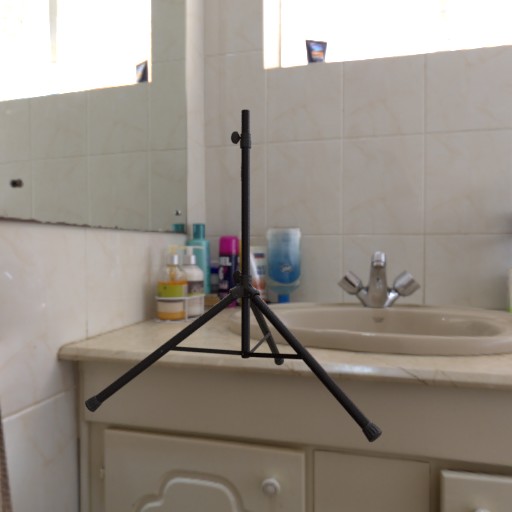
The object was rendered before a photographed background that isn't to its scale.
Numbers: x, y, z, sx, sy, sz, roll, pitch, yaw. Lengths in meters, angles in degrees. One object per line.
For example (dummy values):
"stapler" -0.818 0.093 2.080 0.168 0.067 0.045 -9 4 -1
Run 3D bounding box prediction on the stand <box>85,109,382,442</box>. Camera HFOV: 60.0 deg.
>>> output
"stand" 0.000 0.000 1.882 1.045 1.136 0.907 0 0 17
